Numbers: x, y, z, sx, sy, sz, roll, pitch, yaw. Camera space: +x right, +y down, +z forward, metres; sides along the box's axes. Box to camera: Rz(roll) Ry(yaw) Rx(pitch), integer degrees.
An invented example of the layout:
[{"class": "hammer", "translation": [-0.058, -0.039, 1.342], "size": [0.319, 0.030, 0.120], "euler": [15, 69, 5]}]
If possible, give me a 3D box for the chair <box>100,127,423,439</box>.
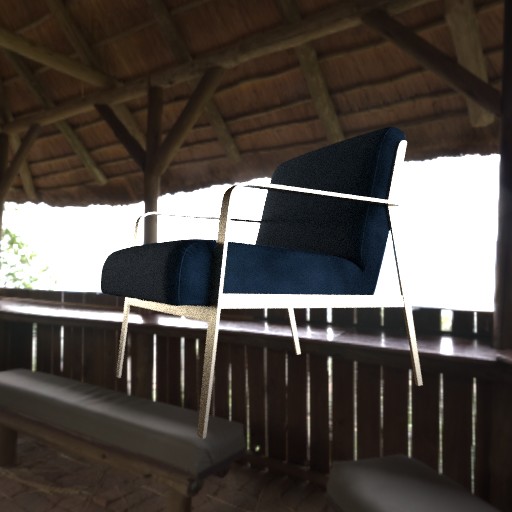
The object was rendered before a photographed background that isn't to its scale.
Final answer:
[{"class": "chair", "translation": [0.000, 0.000, 1.459], "size": [0.859, 0.831, 0.692], "euler": [1, -2, -33]}]
